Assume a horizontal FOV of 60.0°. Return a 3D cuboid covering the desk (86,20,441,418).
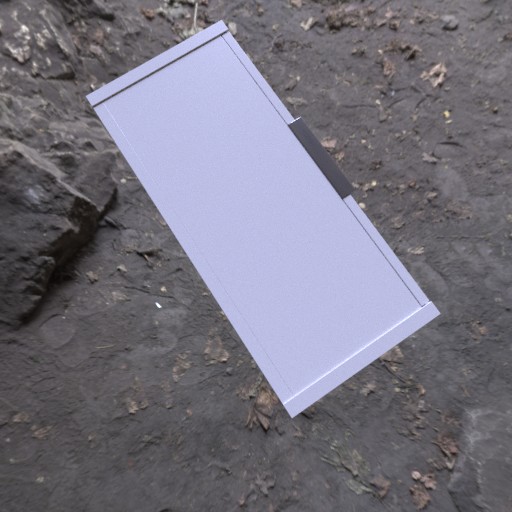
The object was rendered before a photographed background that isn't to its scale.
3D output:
[{"bbox_3d":[0.000,0.000,1.557,0.390,1.190,0.850,-33,79,-7],"label":"desk"}]
